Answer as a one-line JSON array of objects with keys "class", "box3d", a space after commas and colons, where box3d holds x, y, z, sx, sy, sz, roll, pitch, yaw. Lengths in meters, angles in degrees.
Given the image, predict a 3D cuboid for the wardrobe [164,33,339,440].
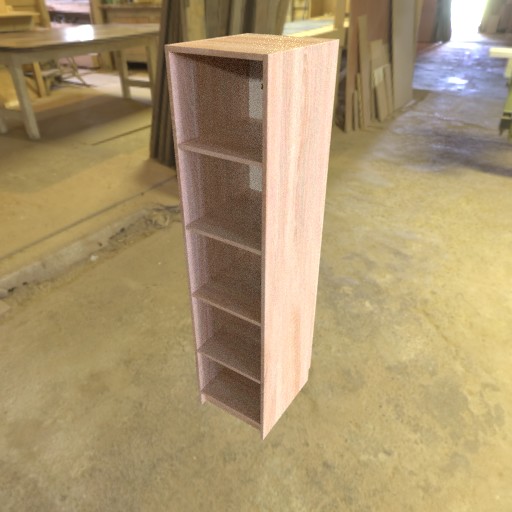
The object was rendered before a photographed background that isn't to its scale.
[{"class": "wardrobe", "box3d": [0.000, 0.000, 2.422, 0.496, 2.117, 0.588, 19, 37, 28]}]
